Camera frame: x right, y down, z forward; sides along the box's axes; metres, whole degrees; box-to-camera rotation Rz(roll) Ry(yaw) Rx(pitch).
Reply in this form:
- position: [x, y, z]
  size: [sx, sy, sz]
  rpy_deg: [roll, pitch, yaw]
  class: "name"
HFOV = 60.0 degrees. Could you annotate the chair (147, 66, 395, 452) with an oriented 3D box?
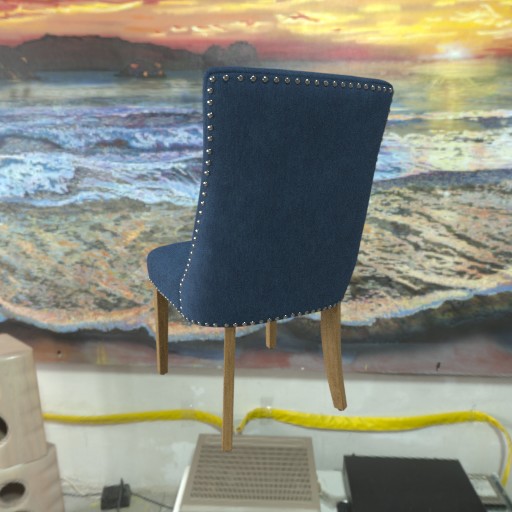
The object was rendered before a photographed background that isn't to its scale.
- position: [0.000, 0.000, 1.256]
  size: [0.495, 0.902, 0.610]
  rpy_deg: [-7, 16, -27]
  class: "chair"
